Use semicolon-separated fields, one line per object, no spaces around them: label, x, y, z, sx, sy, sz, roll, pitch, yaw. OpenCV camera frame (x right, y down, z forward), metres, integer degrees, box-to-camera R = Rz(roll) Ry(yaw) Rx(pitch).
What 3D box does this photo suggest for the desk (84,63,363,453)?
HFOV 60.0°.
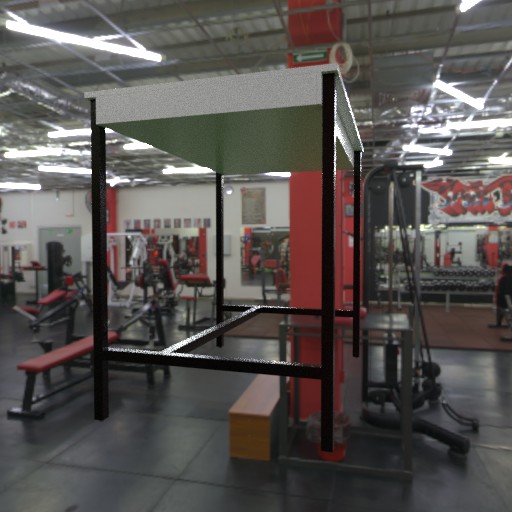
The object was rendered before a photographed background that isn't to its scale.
desk;0.000;0.000;1.328;0.573;0.766;0.811;1;2;17
